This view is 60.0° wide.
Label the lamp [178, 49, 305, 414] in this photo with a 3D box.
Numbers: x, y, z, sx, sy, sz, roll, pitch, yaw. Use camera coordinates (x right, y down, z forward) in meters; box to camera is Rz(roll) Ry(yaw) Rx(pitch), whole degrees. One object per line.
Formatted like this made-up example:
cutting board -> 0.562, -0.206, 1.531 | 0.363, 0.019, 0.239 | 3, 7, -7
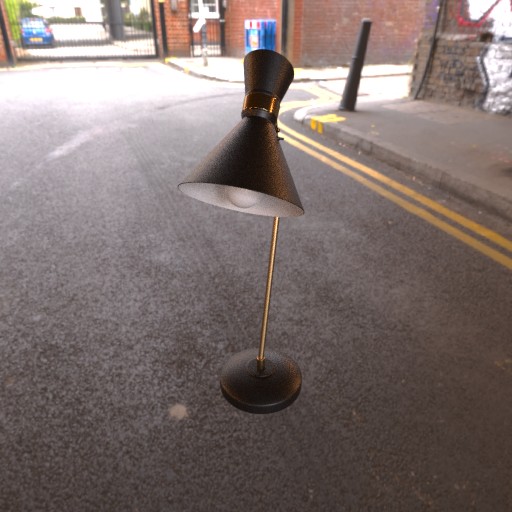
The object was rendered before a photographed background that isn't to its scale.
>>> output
lamp -> 0.000, 0.000, 0.769 | 0.189, 0.647, 0.292 | 9, 29, 17
